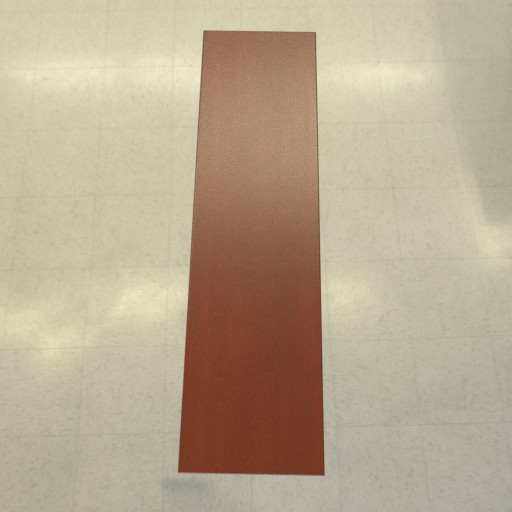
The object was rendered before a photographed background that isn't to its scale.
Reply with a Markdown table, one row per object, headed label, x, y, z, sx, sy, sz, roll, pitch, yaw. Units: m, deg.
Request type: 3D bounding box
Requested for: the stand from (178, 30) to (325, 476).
| label | x | y | z | sx | sy | sz | roll | pitch | yaw |
| --- | --- | --- | --- | --- | --- | --- | --- | --- | --- |
| stand | 0.000 | 0.000 | 1.689 | 0.381 | 0.762 | 1.372 | 1 | 75 | 0 |
